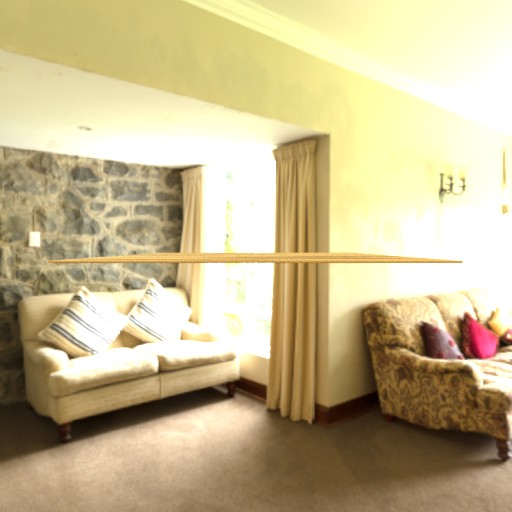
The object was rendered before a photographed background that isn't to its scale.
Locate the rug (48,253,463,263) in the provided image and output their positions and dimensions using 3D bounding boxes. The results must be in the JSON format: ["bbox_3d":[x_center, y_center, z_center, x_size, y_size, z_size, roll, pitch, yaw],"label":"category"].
[{"bbox_3d":[0.000,0.000,3.959,2.353,0.014,2.945,0,1,0],"label":"rug"}]
